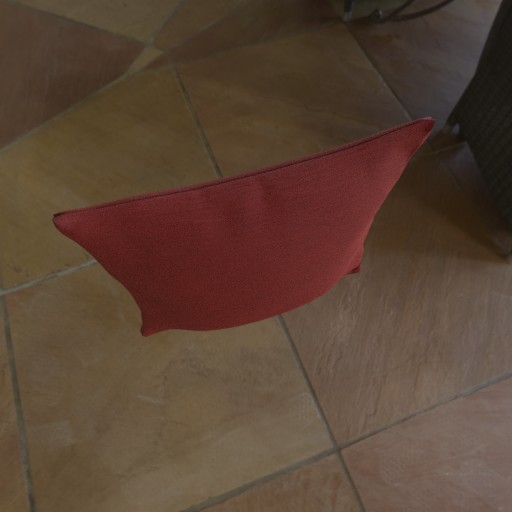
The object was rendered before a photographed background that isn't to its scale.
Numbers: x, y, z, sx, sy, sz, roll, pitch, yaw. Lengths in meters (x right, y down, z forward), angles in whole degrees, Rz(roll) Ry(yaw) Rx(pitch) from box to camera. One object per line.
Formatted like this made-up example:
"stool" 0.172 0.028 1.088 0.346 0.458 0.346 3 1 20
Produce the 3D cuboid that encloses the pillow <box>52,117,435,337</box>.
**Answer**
"pillow" 0.000 0.000 0.655 0.435 0.416 0.151 -16 65 -8
